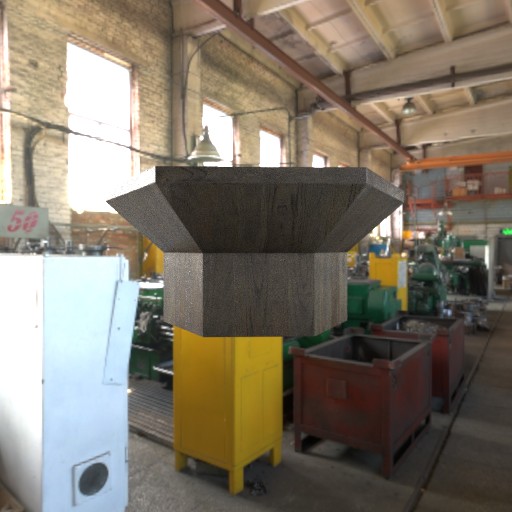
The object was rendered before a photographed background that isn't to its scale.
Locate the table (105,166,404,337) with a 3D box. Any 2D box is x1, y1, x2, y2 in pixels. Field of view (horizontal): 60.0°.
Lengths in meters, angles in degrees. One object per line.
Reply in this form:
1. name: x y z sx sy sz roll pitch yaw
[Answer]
1. table: 0.000 0.000 1.654 1.115 0.488 0.966 0 1 -2
